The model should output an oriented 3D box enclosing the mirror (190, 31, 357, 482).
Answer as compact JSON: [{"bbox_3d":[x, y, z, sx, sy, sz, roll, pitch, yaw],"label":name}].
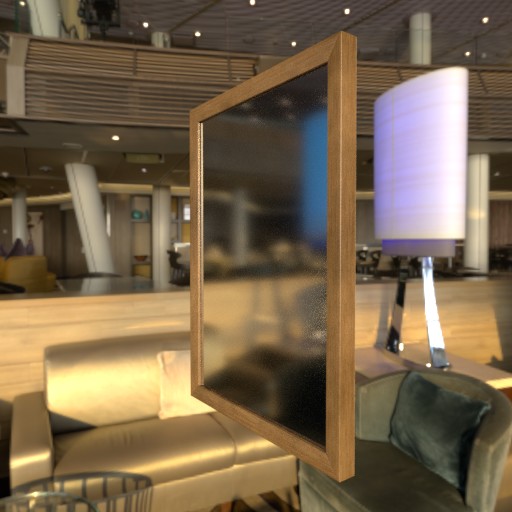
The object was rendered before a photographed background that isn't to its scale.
[{"bbox_3d":[0.000,0.000,0.913,0.040,0.710,0.507,-1,2,-36],"label":"mirror"}]
